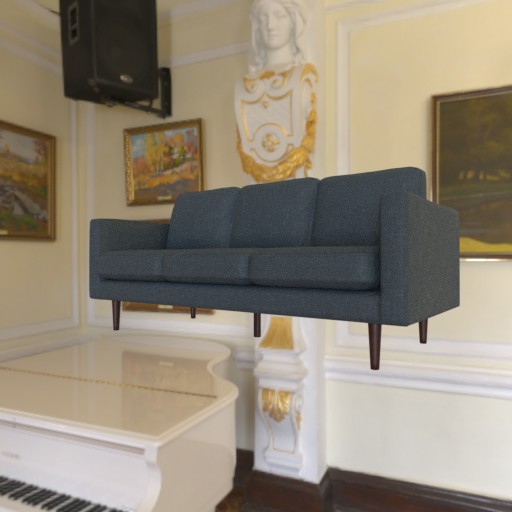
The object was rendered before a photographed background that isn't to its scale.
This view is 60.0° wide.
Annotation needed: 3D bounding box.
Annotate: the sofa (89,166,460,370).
[{"bbox_3d":[0.000,0.000,2.579,2.013,0.945,0.935,0,-1,36],"label":"sofa"}]
